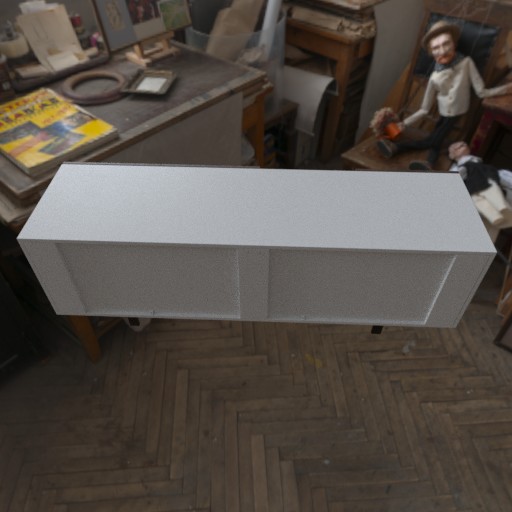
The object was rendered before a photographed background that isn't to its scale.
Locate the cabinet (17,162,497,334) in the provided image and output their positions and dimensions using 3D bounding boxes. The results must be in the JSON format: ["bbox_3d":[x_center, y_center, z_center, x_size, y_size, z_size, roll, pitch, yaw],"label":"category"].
[{"bbox_3d":[0.000,0.000,1.721,1.499,0.533,0.431,2,46,2],"label":"cabinet"}]
